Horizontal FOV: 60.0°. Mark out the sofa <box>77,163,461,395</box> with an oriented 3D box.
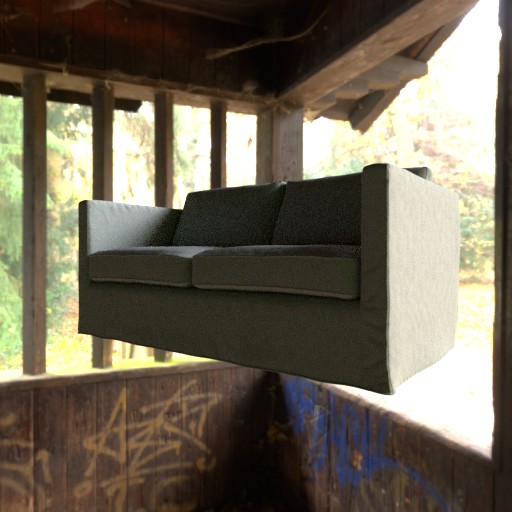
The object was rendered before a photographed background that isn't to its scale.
[{"bbox_3d":[0.000,0.000,2.212,1.727,0.830,0.944,0,1,37],"label":"sofa"}]
